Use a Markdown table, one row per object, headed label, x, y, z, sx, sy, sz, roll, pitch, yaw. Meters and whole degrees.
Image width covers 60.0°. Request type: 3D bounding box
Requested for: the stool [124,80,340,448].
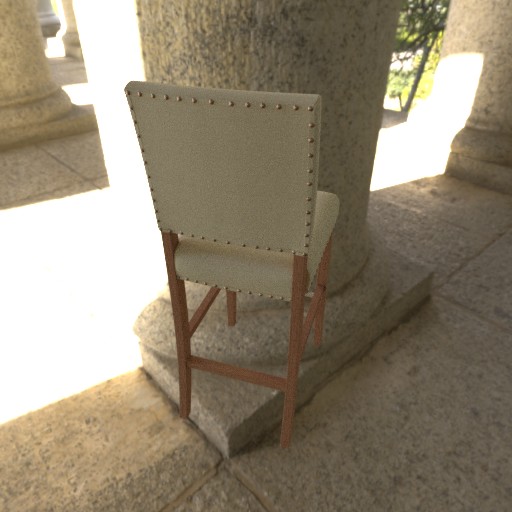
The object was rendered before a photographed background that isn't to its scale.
| label | x | y | z | sx | sy | sz | roll | pitch | yaw |
| --- | --- | --- | --- | --- | --- | --- | --- | --- | --- |
| stool | 0.000 | 0.000 | 1.452 | 0.445 | 1.168 | 0.584 | 10 | 35 | 15 |
